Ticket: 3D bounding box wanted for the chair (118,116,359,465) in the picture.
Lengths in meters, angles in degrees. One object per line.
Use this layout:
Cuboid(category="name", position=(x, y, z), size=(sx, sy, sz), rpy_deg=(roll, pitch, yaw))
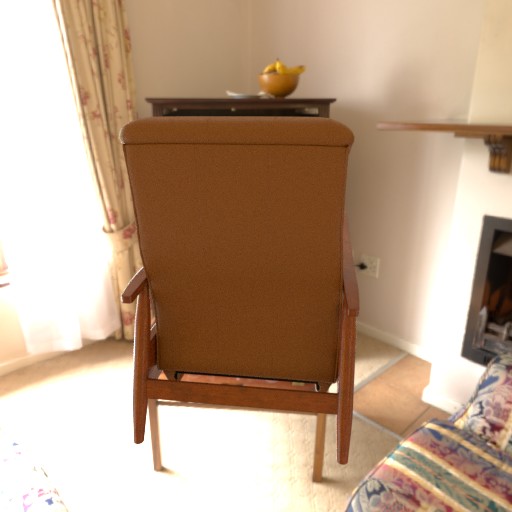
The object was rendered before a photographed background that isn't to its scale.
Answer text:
Cuboid(category="chair", position=(0.000, 0.000, 1.780), size=(0.762, 1.082, 1.014), rpy_deg=(2, 18, 7))
